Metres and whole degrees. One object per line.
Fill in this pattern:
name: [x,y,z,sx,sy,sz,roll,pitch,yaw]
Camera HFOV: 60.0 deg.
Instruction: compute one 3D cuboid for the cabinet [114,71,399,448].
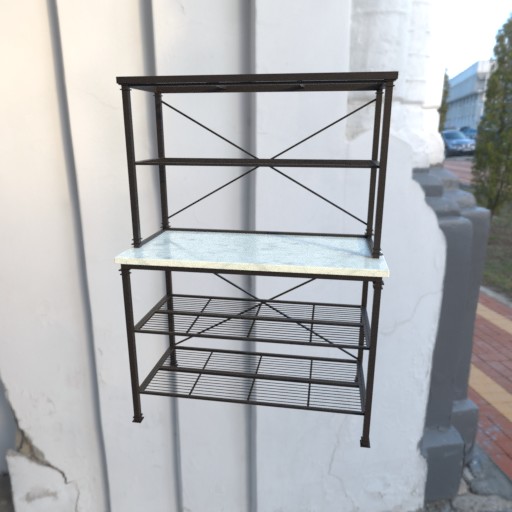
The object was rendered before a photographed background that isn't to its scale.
cabinet: [0.000,0.000,2.214,1.210,1.659,0.610,3,16,9]
